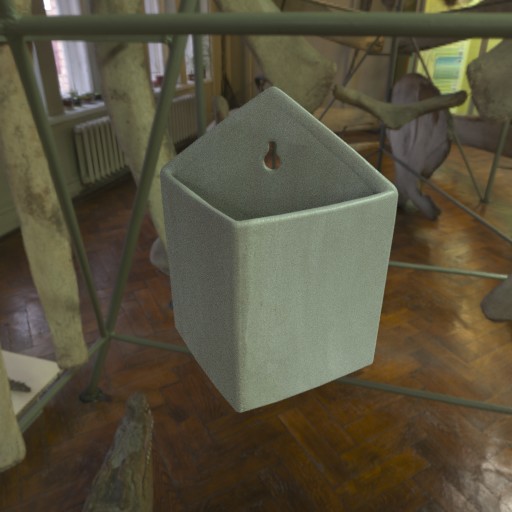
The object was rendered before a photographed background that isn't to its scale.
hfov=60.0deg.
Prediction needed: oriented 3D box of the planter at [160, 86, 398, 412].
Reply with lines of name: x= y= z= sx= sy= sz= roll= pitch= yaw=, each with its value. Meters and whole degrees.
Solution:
planter: x=0.000 y=0.000 z=0.280 sx=0.163 sy=0.194 sz=0.080 roll=8 pitch=28 yaw=15
